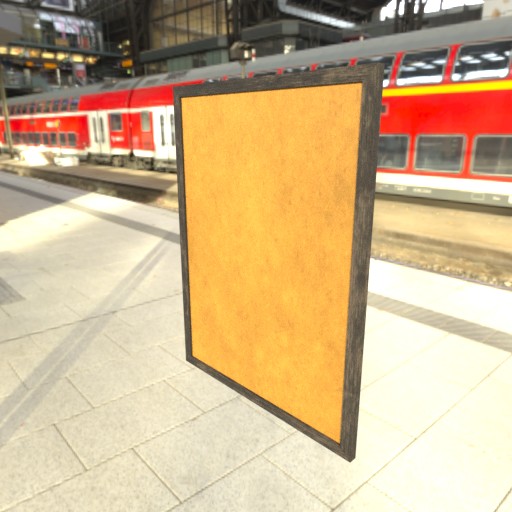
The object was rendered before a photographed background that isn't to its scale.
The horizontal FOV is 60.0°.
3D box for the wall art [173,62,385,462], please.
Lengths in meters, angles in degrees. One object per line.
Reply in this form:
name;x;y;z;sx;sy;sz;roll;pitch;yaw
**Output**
wall art;0.000;0.000;1.421;0.029;1.066;0.812;-15;22;-42
